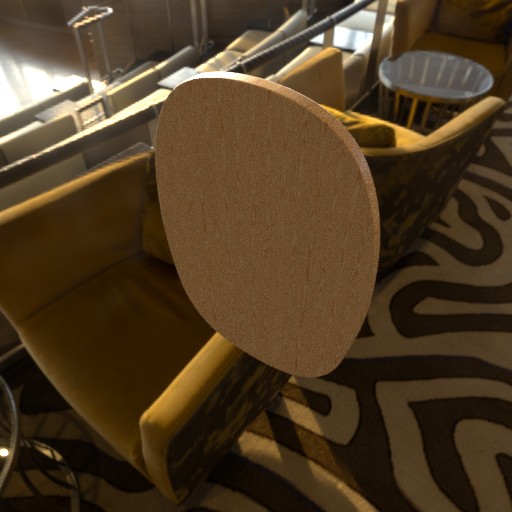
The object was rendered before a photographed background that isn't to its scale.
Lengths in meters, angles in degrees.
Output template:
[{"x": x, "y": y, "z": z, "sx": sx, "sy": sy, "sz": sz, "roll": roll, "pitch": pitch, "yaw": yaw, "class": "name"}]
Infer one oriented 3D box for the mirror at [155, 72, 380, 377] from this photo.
[{"x": 0.000, "y": 0.000, "z": 1.341, "sx": 0.724, "sy": 1.075, "sz": 0.037, "roll": 25, "pitch": 50, "yaw": 23, "class": "mirror"}]
